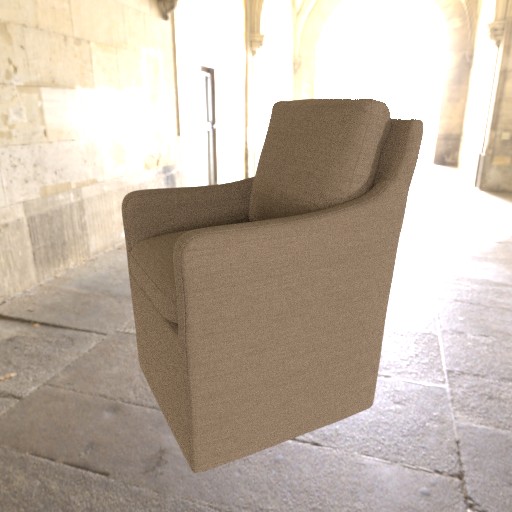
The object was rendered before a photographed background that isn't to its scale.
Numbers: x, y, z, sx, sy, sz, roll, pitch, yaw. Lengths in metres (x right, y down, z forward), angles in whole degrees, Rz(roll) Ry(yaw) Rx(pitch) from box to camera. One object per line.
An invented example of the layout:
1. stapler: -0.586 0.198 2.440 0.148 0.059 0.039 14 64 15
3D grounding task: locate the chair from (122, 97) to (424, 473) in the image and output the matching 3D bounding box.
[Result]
1. chair: 0.000 0.000 1.359 0.694 0.914 0.626 -9 20 -26
